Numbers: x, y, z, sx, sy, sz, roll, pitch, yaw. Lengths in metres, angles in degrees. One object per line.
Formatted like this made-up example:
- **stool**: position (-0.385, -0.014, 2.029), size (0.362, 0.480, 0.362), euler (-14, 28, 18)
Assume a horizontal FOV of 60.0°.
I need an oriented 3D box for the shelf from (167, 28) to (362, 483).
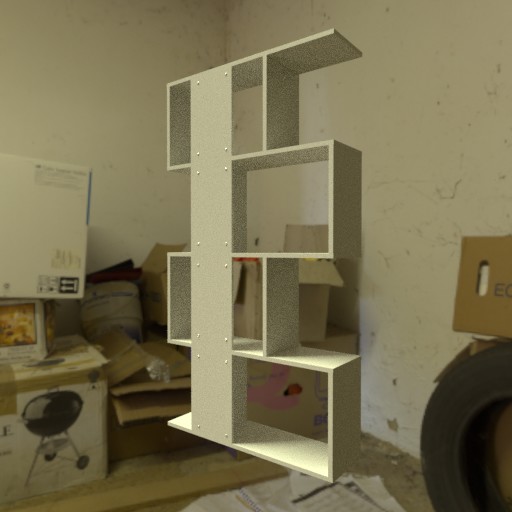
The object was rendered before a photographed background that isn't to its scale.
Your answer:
- **shelf**: position (0.000, 0.000, 1.973), size (0.890, 1.650, 0.250), euler (1, 1, 37)
